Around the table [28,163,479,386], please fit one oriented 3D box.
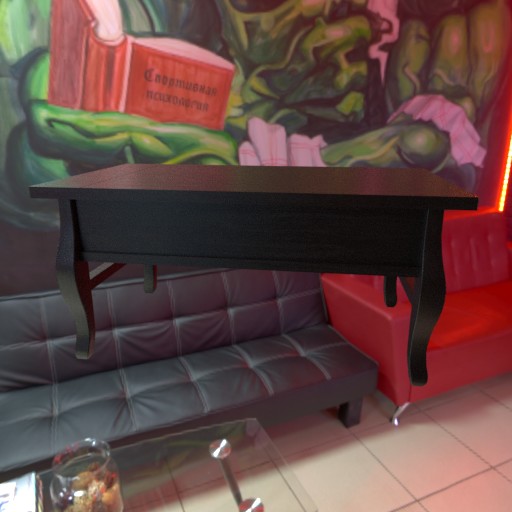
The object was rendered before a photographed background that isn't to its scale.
[{"bbox_3d":[0.000,0.000,1.379,1.062,0.494,0.600,3,18,8],"label":"table"}]
